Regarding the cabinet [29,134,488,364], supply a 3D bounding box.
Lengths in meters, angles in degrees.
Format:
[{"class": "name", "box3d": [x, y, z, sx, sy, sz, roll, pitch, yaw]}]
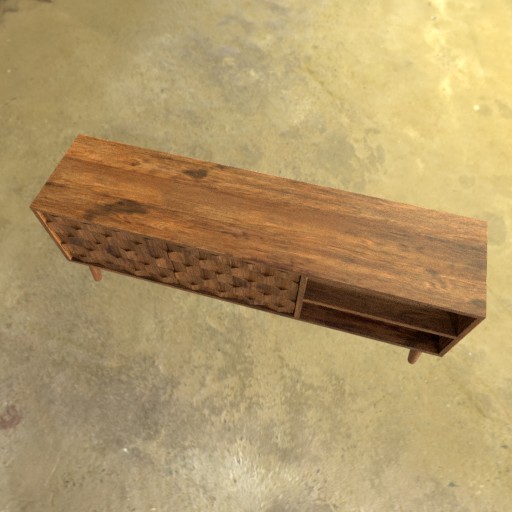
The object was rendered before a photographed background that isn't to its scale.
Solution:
[{"class": "cabinet", "box3d": [0.000, 0.000, 1.666, 1.448, 0.528, 0.349, 14, 60, 8]}]
